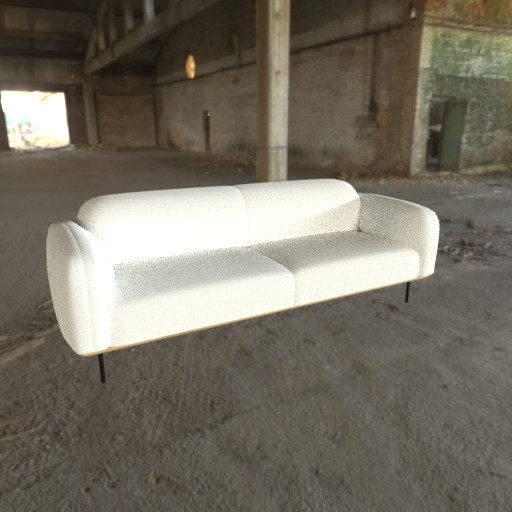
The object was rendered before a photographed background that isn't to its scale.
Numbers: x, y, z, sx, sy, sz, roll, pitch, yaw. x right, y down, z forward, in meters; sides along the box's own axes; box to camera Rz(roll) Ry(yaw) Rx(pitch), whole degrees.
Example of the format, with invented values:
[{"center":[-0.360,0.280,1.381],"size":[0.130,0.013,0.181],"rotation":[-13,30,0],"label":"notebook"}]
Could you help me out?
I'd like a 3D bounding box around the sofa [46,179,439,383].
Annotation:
[{"center":[0.000,0.000,2.677],"size":[2.280,0.780,0.870],"rotation":[-9,19,-28],"label":"sofa"}]
